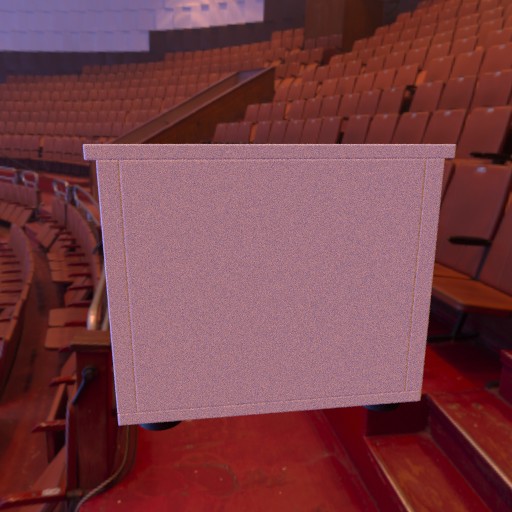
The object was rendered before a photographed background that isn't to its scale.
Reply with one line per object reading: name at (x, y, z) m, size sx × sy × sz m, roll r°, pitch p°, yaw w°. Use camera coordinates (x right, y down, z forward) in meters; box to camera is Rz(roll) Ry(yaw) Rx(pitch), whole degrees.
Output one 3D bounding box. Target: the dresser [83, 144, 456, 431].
dresser at (0.000, 0.000, 0.738) m, size 0.430 × 0.360 × 0.400 m, roll -2°, pitch 14°, yaw -8°
